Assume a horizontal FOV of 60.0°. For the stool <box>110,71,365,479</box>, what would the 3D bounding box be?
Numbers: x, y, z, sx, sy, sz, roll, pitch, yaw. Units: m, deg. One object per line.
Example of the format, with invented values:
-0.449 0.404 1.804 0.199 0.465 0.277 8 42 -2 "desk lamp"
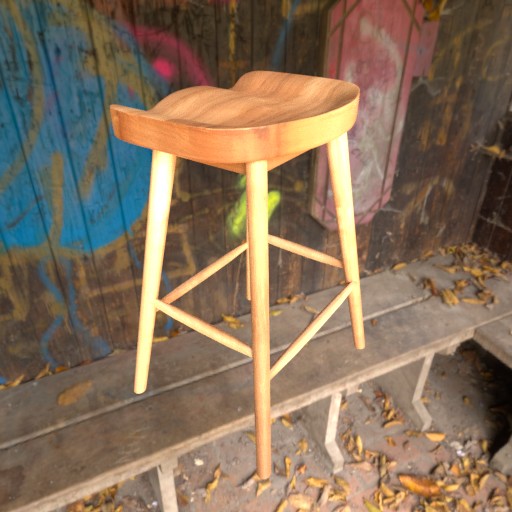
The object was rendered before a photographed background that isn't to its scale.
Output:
0.000 0.000 0.880 0.361 0.615 0.440 21 37 30 "stool"
